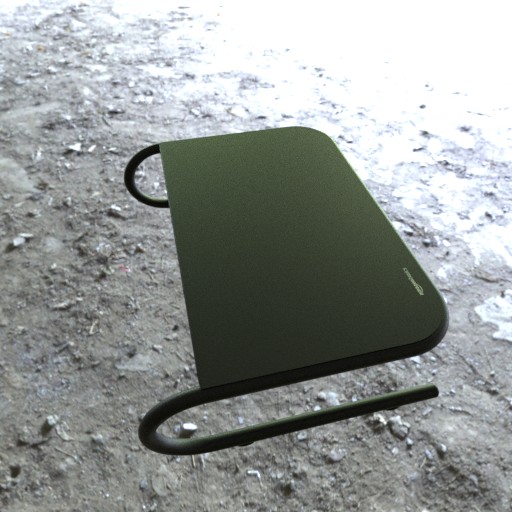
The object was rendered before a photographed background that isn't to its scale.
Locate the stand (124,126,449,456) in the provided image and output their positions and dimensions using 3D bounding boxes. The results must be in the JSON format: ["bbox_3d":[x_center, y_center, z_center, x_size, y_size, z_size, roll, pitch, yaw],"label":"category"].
[{"bbox_3d":[0.000,0.000,0.501,0.280,0.108,0.370,-10,46,-10],"label":"stand"}]
